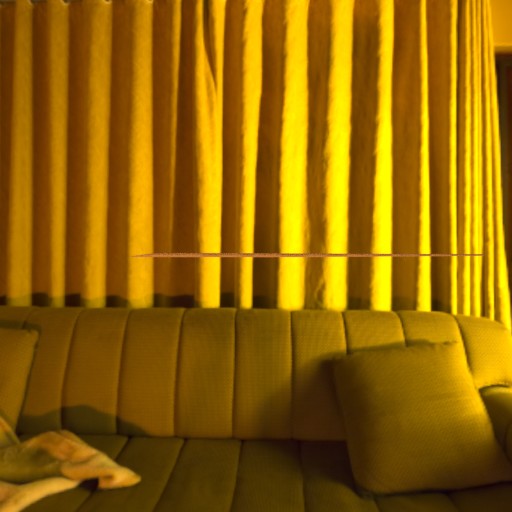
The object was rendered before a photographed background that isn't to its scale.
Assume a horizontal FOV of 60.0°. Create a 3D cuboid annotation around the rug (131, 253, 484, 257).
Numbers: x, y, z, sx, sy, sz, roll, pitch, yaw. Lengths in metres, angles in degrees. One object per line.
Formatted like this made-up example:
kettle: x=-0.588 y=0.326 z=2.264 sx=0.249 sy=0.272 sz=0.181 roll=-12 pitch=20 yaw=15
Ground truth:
rug: x=0.000 y=0.000 z=2.237 sx=1.142 sy=0.006 sz=1.752 roll=0 pitch=0 yaw=-18
